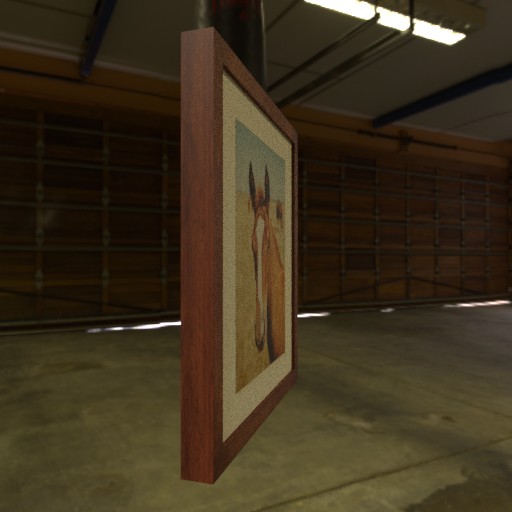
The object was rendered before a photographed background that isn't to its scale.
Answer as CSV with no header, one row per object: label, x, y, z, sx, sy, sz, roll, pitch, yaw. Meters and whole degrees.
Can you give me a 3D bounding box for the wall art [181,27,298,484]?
wall art,0.000,0.000,0.531,0.030,0.381,0.330,0,0,18
